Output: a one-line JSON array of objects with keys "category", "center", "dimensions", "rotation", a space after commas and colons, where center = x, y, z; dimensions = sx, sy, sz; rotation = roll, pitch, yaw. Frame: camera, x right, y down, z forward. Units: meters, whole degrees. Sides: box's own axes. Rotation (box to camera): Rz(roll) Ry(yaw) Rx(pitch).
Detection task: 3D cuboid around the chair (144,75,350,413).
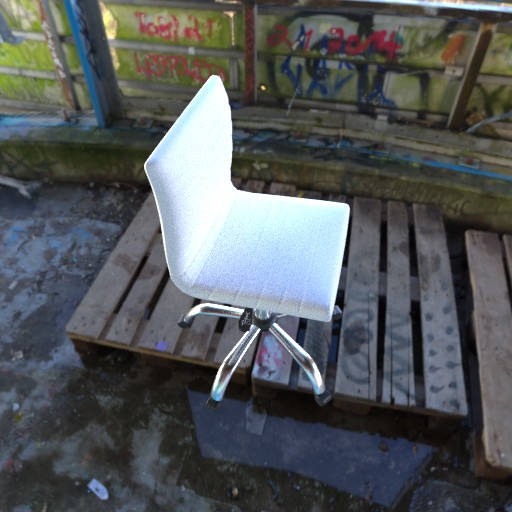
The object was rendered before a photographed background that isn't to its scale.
[{"category": "chair", "center": [0.000, 0.000, 1.168], "dimensions": [0.530, 0.780, 0.556], "rotation": [10, 46, 10]}]
